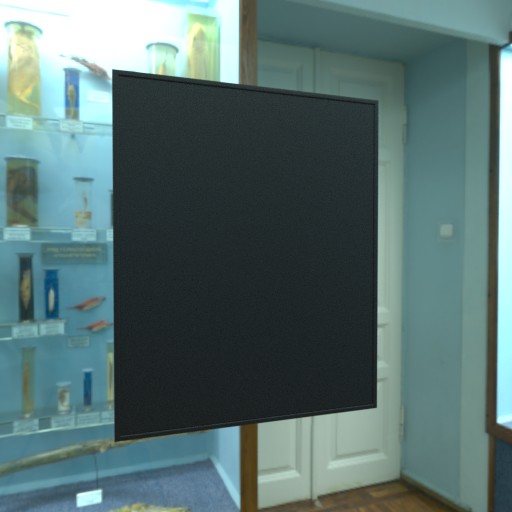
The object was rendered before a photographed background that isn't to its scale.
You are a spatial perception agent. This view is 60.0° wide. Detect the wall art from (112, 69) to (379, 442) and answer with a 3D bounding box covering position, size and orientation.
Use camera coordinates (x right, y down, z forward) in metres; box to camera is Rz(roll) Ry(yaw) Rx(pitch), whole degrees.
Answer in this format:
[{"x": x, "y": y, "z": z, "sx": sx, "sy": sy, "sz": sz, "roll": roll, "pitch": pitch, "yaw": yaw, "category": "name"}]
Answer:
[{"x": 0.000, "y": 0.000, "z": 0.736, "sx": 0.451, "sy": 0.551, "sz": 0.028, "roll": 0, "pitch": 1, "yaw": -18, "category": "wall art"}]
